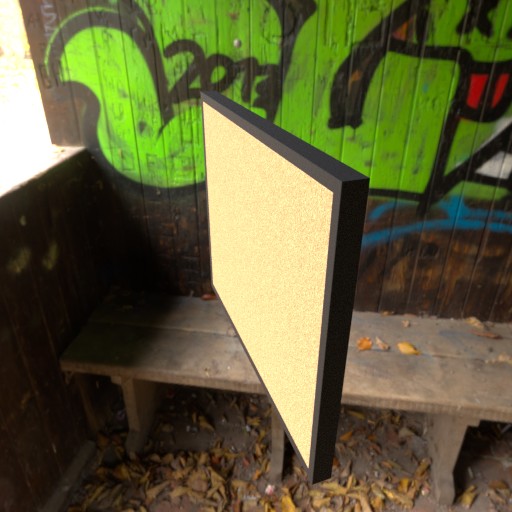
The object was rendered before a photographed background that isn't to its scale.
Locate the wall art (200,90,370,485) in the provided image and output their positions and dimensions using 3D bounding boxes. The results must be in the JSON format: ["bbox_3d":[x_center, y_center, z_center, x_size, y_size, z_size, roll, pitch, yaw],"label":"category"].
[{"bbox_3d":[0.000,0.000,0.756,0.030,0.454,0.554,-10,31,-17],"label":"wall art"}]
